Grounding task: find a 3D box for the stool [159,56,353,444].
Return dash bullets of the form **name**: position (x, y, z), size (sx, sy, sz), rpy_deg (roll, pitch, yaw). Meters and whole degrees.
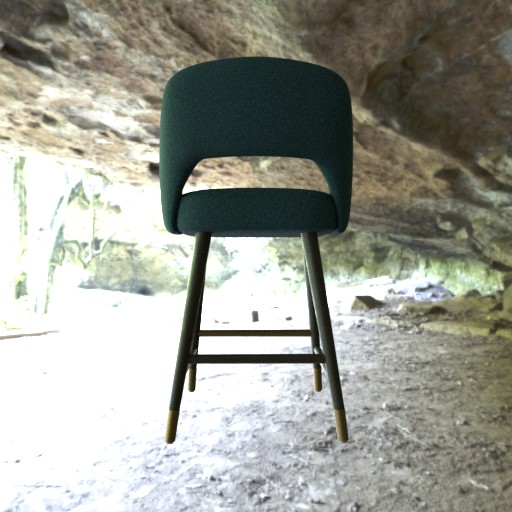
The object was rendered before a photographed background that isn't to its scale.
- **stool**: position (0.000, 0.000, 1.285), size (0.536, 0.939, 0.522), rpy_deg (0, 0, -1)
